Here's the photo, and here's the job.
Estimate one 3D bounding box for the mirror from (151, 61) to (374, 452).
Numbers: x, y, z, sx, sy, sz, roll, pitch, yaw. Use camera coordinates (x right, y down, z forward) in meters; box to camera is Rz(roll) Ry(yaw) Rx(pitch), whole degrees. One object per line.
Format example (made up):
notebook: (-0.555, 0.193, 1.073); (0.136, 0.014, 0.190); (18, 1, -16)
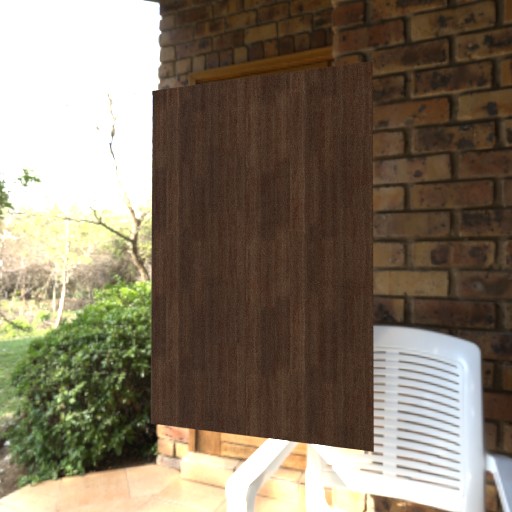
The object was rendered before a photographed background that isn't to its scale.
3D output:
mirror: (0.000, 0.000, 1.267); (0.651, 1.010, 0.047); (0, -1, 18)
